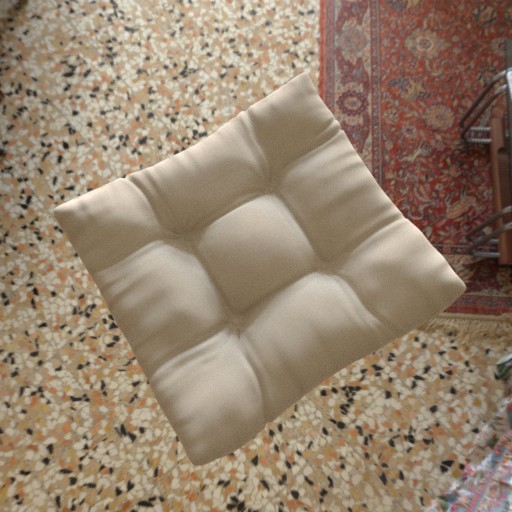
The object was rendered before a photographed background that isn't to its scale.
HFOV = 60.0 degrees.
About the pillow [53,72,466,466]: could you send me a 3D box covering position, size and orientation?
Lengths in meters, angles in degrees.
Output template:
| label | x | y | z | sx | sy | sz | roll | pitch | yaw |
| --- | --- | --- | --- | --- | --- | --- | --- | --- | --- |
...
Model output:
| label | x | y | z | sx | sy | sz | roll | pitch | yaw |
| --- | --- | --- | --- | --- | --- | --- | --- | --- | --- |
| pillow | 0.000 | 0.000 | 0.723 | 0.490 | 0.128 | 0.468 | -31 | 77 | -8 |
